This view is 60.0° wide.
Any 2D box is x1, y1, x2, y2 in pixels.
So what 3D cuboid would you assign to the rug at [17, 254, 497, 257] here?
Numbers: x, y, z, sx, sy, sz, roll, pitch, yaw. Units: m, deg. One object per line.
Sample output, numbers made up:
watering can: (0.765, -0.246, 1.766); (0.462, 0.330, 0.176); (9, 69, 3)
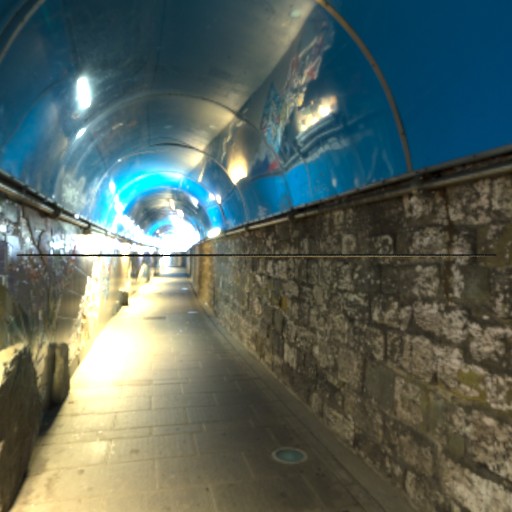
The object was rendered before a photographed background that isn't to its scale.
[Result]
rug: (0.000, 0.000, 4.291); (3.342, 0.018, 2.432); (0, 0, -1)
